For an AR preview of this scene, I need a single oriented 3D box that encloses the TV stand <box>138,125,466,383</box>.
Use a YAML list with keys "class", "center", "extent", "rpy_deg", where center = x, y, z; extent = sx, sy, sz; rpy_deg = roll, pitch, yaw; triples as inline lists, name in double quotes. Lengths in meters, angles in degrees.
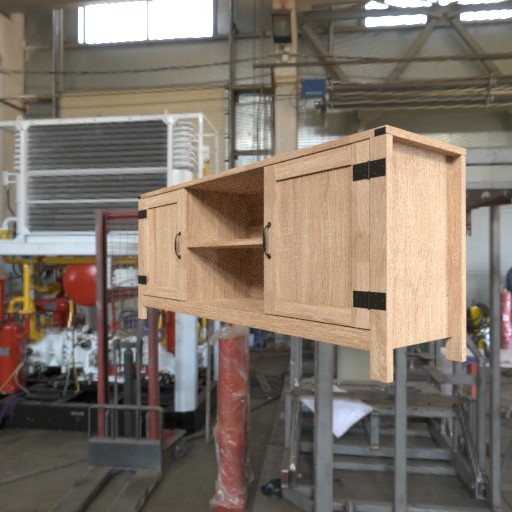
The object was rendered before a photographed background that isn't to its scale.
- class: "TV stand"
  center: [0.000, 0.000, 1.732]
  extent: [0.398, 0.610, 1.466]
  rpy_deg: [0, -1, -38]
